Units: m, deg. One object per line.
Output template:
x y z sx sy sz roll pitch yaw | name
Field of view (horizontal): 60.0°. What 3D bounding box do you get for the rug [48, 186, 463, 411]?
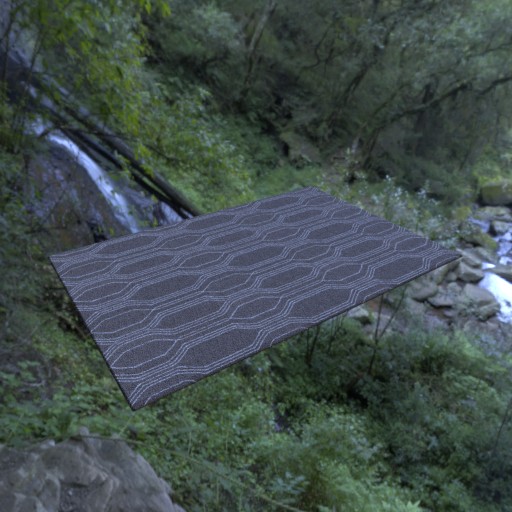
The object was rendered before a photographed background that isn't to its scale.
0.000 0.000 2.355 1.836 0.012 1.239 -19 35 -29 | rug
